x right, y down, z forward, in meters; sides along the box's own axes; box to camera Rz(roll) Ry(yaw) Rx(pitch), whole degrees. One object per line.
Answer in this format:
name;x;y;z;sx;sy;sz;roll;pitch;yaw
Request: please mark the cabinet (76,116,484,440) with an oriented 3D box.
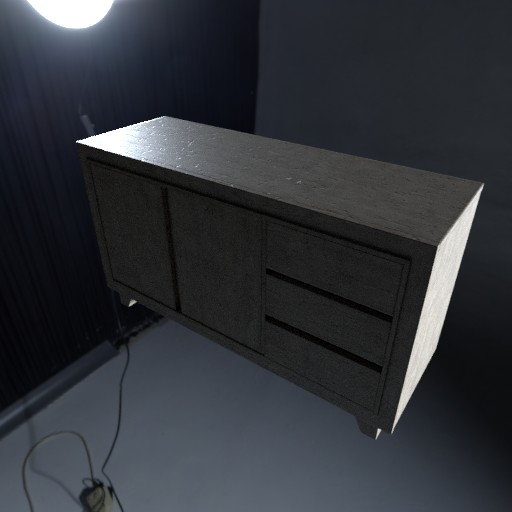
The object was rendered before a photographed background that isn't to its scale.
cabinet;0.000;0.000;1.844;1.460;0.825;0.511;21;37;30
